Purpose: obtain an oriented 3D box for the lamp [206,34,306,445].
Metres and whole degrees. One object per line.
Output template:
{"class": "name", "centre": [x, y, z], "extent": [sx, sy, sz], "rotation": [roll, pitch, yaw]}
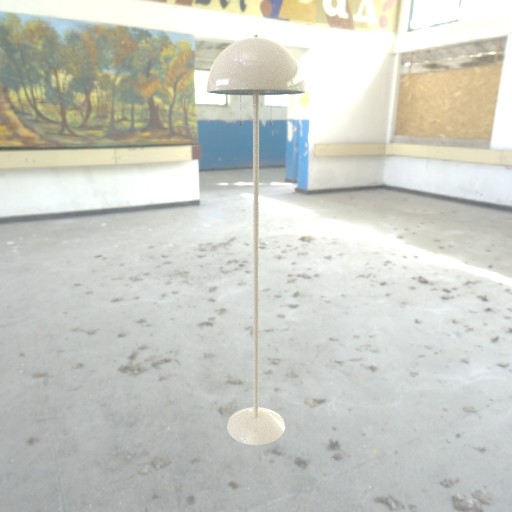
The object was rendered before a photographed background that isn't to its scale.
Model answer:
{"class": "lamp", "centre": [0.000, 0.000, 1.635], "extent": [0.328, 1.480, 0.328], "rotation": [-9, 19, -27]}
